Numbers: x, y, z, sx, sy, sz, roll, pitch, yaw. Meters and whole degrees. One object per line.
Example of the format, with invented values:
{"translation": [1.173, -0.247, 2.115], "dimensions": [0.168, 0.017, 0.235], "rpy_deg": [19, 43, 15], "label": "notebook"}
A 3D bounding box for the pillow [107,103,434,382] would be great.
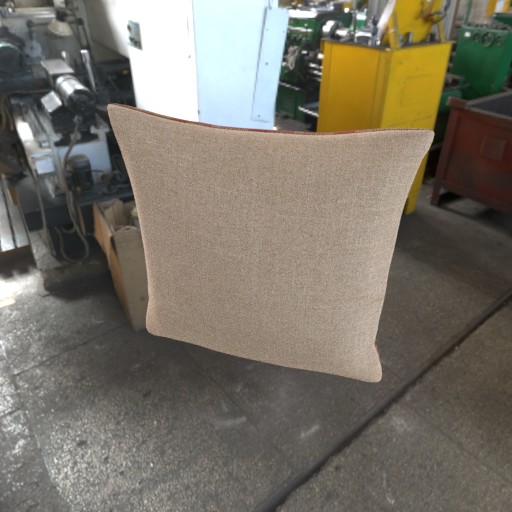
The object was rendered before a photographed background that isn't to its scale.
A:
{"translation": [0.000, 0.000, 0.796], "dimensions": [0.511, 0.503, 0.182], "rpy_deg": [9, 34, 14], "label": "pillow"}
